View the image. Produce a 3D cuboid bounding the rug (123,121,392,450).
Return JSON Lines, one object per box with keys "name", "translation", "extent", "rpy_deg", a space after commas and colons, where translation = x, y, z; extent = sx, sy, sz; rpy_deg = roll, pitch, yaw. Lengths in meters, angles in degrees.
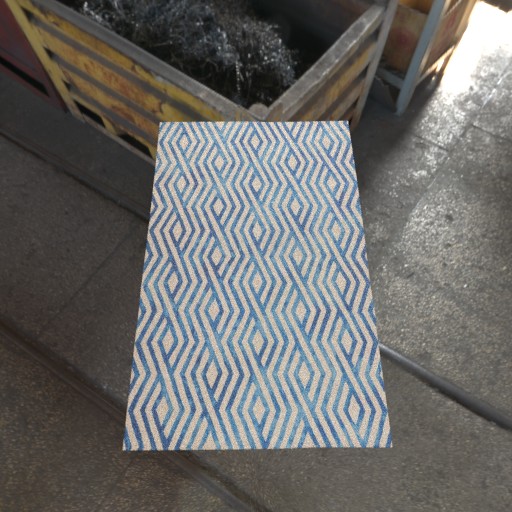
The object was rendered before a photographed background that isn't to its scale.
{"name": "rug", "translation": [0.000, 0.000, 3.049], "extent": [1.531, 0.008, 2.439], "rpy_deg": [-1, 63, 0]}
